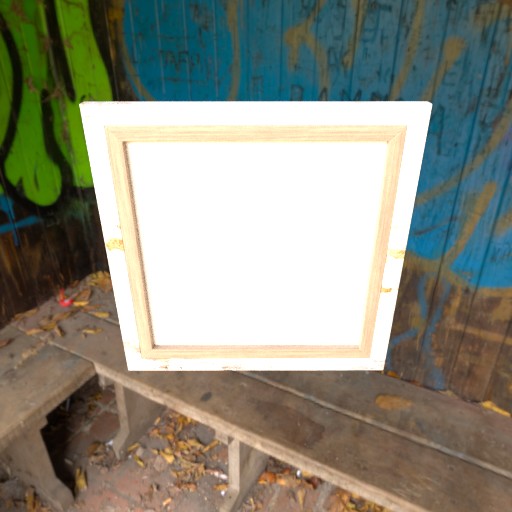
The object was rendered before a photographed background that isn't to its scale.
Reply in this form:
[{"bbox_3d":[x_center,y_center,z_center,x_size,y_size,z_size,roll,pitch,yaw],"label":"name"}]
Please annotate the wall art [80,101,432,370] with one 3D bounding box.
[{"bbox_3d":[0.000,0.000,1.535,1.015,1.018,0.040,0,29,0],"label":"wall art"}]
